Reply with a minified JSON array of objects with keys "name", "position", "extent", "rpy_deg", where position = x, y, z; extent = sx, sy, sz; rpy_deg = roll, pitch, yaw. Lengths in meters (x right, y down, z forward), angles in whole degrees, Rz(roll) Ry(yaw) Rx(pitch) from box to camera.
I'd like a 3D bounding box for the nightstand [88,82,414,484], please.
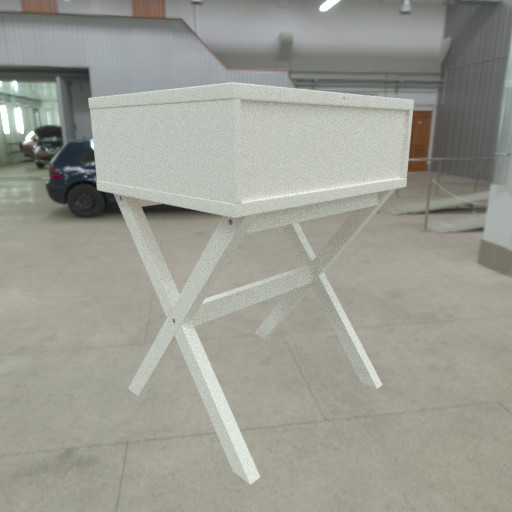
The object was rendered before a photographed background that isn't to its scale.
[{"name":"nightstand","position":[0.000,0.000,0.932],"extent":[0.479,0.623,0.402],"rpy_deg":[-15,22,-43]}]
